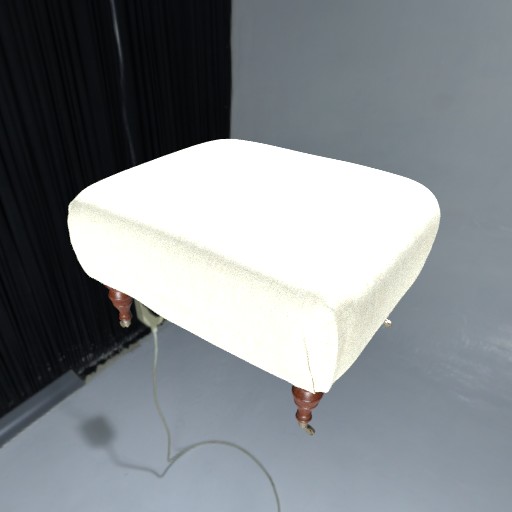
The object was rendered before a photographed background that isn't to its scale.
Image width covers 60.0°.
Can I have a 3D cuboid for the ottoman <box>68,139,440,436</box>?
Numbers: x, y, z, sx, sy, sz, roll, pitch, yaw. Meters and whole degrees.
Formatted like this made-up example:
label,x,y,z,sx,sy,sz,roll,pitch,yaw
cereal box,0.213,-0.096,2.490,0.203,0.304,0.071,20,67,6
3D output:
label,x,y,z,sx,sy,sz,roll,pitch,yaw
ottoman,0.000,0.000,1.140,0.747,0.450,0.622,20,36,30
